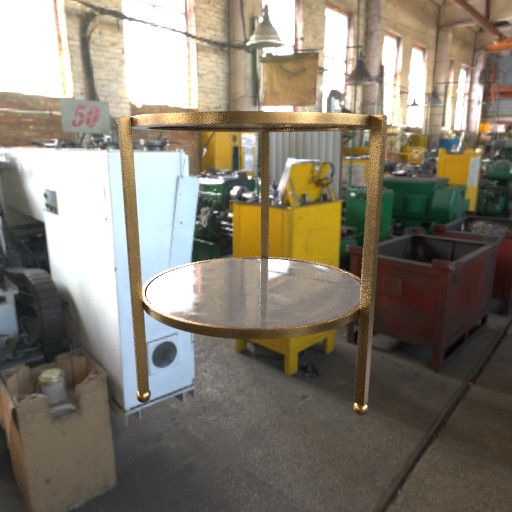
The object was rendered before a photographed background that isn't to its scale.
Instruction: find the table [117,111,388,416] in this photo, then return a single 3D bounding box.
[{"bbox_3d":[0.000,0.000,0.459,0.231,0.269,0.243,1,14,6],"label":"table"}]
